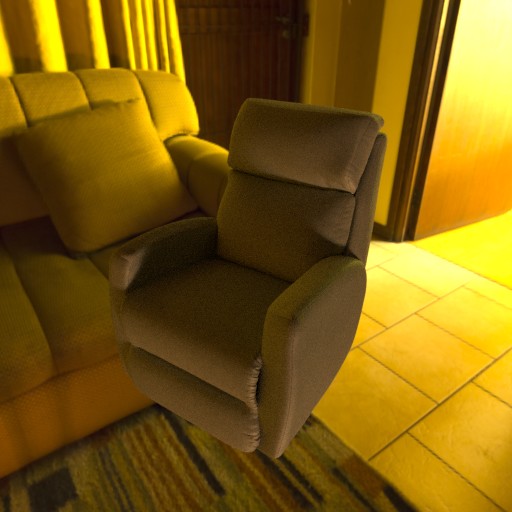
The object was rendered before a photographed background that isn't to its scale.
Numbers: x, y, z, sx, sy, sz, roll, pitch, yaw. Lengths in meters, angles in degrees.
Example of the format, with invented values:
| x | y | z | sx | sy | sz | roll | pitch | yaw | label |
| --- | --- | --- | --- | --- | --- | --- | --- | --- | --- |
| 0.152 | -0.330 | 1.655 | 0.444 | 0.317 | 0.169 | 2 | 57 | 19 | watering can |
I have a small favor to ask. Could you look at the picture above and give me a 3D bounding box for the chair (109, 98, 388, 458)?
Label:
| x | y | z | sx | sy | sz | roll | pitch | yaw | label |
| --- | --- | --- | --- | --- | --- | --- | --- | --- | --- |
| 0.000 | 0.000 | 1.700 | 0.794 | 1.016 | 0.940 | 18 | 34 | 29 | chair |
